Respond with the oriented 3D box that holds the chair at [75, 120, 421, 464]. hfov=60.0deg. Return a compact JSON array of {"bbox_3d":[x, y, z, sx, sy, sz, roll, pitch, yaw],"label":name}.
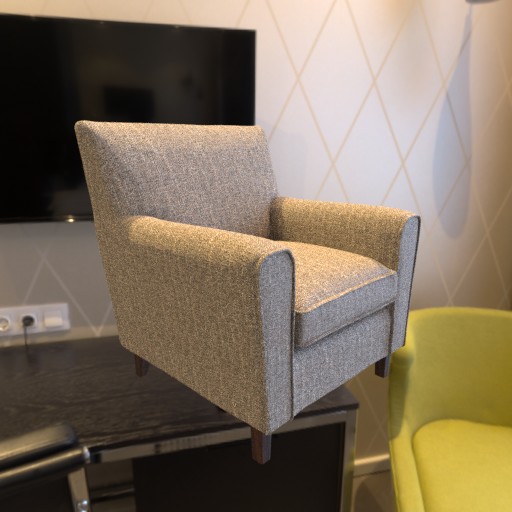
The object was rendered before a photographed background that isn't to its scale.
[{"bbox_3d":[0.000,0.000,1.588,0.864,0.928,0.873,-14,20,-43],"label":"chair"}]
